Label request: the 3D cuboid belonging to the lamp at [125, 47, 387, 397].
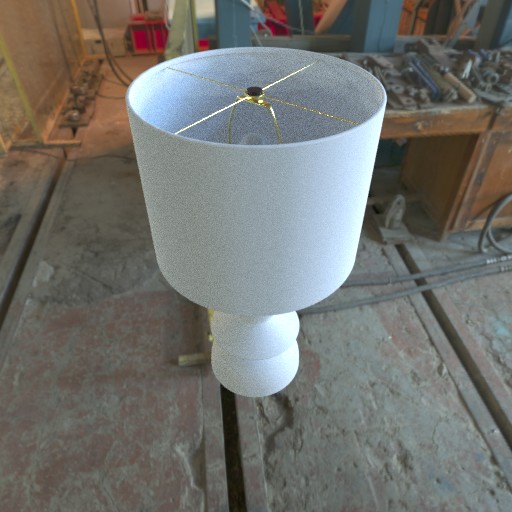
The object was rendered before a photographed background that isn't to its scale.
[{"bbox_3d":[0.000,0.000,0.698,0.301,0.533,0.301,27,48,27],"label":"lamp"}]
